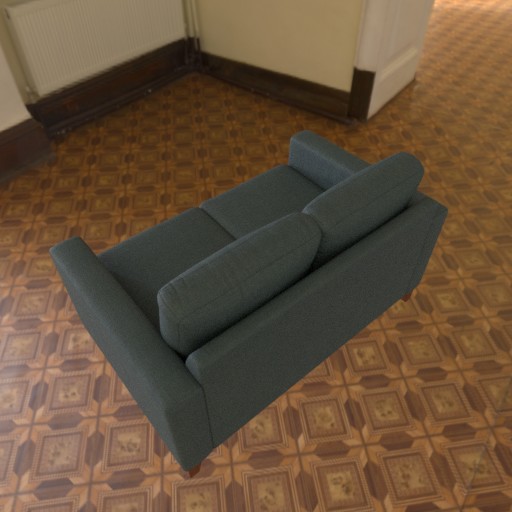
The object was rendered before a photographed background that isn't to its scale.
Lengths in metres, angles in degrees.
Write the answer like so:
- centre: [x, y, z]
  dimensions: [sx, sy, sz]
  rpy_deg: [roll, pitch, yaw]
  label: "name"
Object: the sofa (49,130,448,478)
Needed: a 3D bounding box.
- centre: [0.000, 0.000, 2.034]
  dimensions: [1.489, 0.903, 0.955]
  rpy_deg: [-31, 53, -27]
  label: "sofa"
